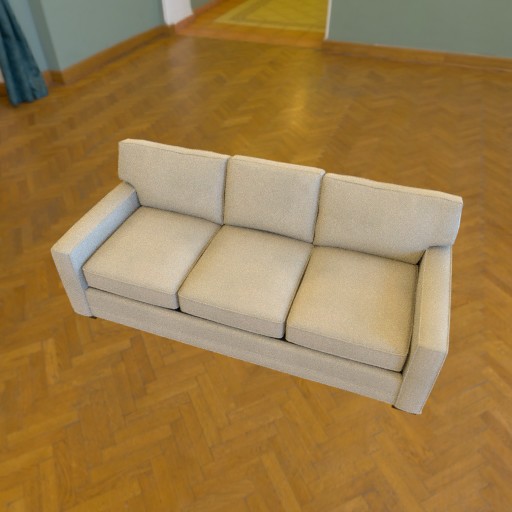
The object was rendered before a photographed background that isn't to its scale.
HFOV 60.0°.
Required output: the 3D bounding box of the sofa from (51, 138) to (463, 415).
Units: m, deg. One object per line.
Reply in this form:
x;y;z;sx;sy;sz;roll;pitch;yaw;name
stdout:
0.000;0.000;2.570;2.088;0.862;0.935;13;43;15;sofa
